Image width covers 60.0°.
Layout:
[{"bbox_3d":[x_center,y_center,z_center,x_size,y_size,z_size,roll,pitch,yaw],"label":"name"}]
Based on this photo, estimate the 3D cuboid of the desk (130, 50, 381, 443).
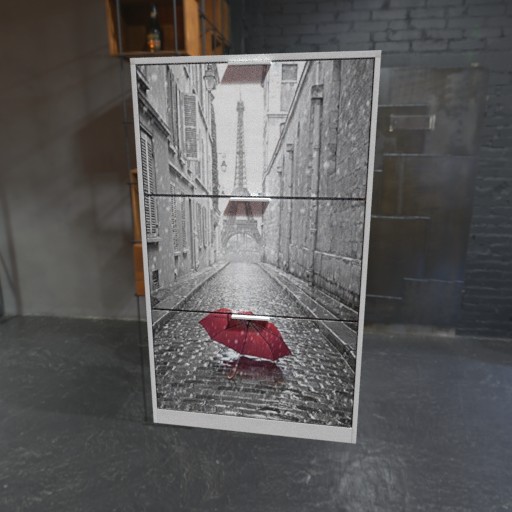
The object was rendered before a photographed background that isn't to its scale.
[{"bbox_3d":[0.000,0.000,1.569,0.750,1.280,0.250,2,15,9],"label":"desk"}]
